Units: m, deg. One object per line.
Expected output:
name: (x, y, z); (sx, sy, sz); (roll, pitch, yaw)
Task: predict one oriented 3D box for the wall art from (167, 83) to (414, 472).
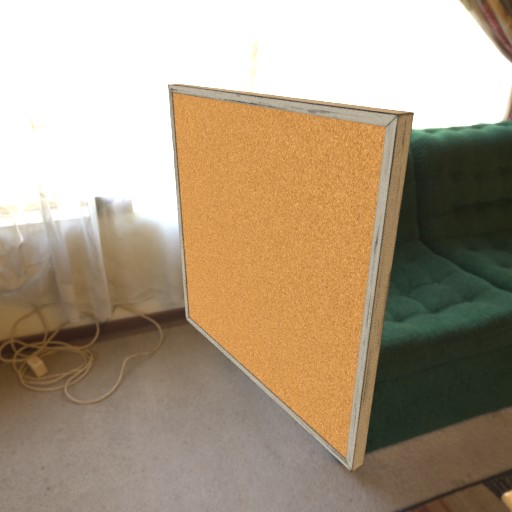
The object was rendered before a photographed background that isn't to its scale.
wall art: (0.000, 0.000, 1.104); (0.037, 0.761, 0.761); (-17, 30, -33)
